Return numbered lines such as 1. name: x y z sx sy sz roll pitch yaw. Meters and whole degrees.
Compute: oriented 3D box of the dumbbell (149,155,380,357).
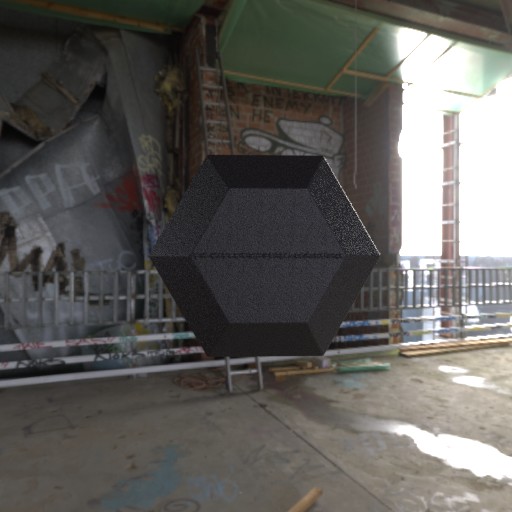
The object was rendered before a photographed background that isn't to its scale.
1. dumbbell: 0.000 0.000 0.350 0.116 0.101 0.297 0 0 -2
